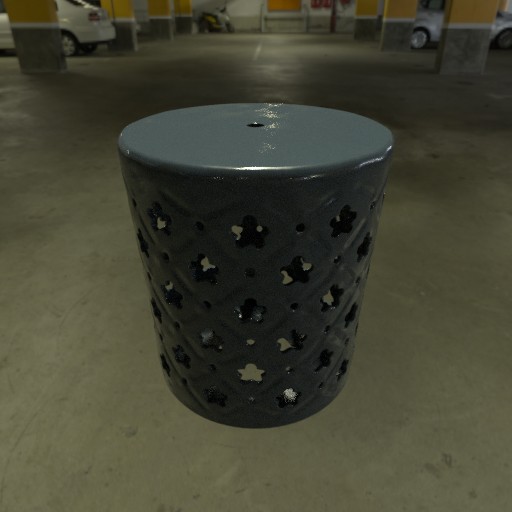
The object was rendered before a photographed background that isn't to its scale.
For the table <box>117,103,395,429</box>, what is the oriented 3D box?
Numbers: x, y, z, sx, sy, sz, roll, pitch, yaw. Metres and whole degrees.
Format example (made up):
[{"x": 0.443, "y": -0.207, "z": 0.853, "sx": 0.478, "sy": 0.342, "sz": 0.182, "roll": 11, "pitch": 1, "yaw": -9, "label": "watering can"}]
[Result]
[{"x": 0.000, "y": 0.000, "z": 0.665, "sx": 0.352, "sy": 0.387, "sz": 0.352, "roll": 0, "pitch": 29, "yaw": 0, "label": "table"}]
